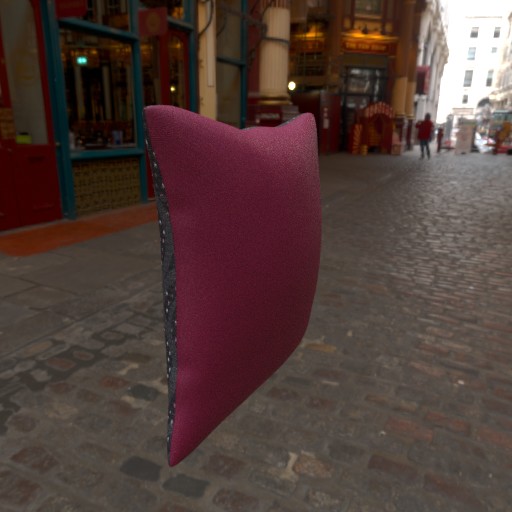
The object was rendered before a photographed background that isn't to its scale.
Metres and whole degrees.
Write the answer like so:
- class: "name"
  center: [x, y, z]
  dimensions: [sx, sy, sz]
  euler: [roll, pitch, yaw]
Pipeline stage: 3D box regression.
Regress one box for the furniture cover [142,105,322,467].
- class: "furniture cover"
  center: [0.000, 0.000, 0.813]
  dimensions: [0.193, 0.509, 0.552]
  euler: [8, 19, 26]
